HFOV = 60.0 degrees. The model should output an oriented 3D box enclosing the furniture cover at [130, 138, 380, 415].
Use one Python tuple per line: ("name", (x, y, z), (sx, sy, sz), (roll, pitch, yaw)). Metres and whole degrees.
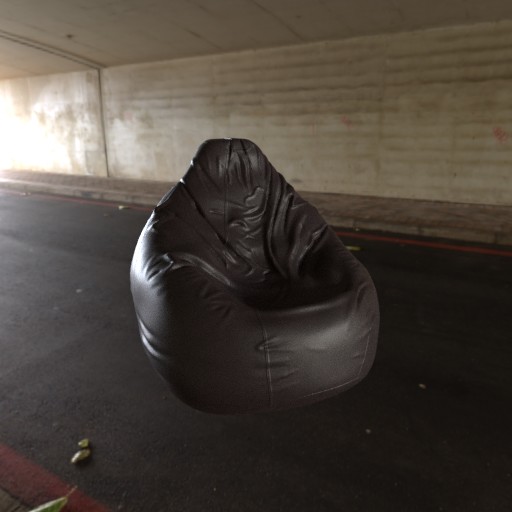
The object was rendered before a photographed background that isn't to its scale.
("furniture cover", (0.000, 0.000, 1.936), (1.070, 0.990, 1.070), (-8, 17, -25))
